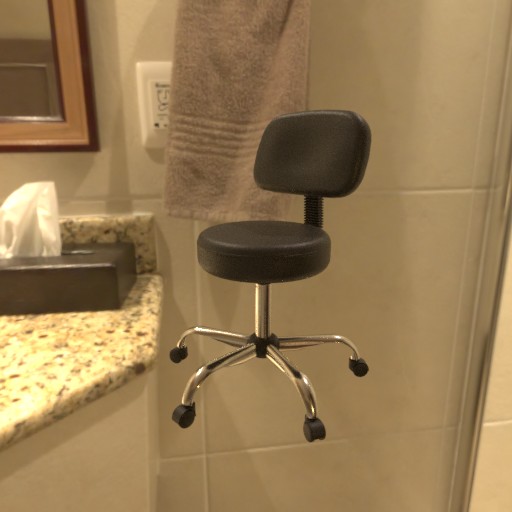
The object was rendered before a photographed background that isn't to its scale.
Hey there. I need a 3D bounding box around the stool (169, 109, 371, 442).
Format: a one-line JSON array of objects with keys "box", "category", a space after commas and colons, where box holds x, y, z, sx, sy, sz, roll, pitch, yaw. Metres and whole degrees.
[{"box": [0.000, 0.000, 1.340, 0.673, 0.862, 0.648, 14, 20, 42], "category": "stool"}]
